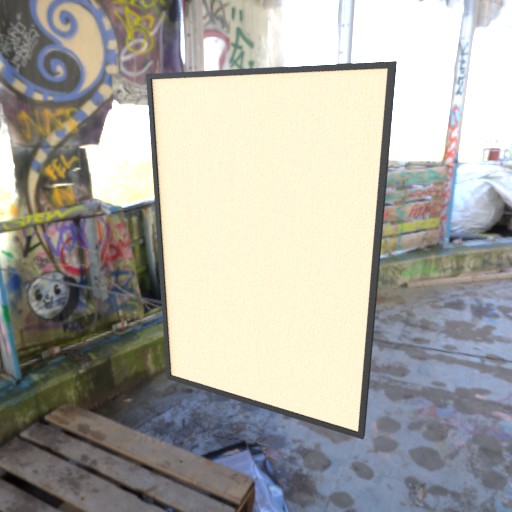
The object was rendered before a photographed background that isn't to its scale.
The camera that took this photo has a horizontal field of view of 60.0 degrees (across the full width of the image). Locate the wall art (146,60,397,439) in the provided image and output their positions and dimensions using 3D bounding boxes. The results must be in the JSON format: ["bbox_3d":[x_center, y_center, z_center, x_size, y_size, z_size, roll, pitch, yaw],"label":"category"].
[{"bbox_3d":[0.000,0.000,0.844,0.460,0.660,0.013,8,19,25],"label":"wall art"}]
